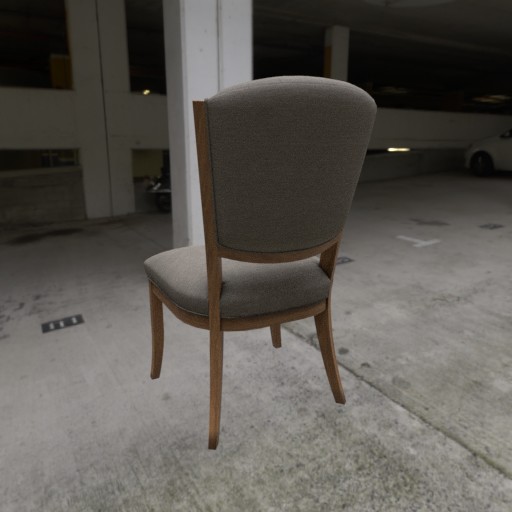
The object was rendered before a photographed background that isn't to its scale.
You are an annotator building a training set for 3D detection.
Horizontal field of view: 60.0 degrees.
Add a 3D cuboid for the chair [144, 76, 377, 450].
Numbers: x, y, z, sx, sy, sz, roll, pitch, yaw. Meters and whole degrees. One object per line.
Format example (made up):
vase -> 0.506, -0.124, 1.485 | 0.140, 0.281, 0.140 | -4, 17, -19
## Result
chair -> 0.000, 0.000, 1.280 | 0.513, 0.905, 0.584 | -8, 16, -28
